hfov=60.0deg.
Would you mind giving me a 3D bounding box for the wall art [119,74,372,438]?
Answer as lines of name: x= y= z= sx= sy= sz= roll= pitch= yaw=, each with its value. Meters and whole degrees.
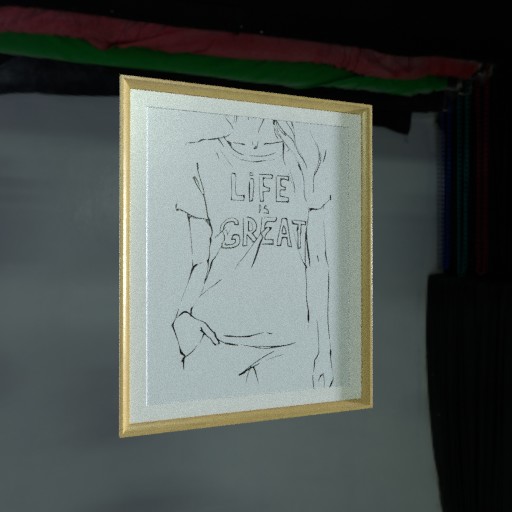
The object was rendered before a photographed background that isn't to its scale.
wall art: x=0.000 y=0.000 z=1.358 sx=0.798 sy=1.002 sz=0.030 roll=0 pitch=0 yaw=-18
